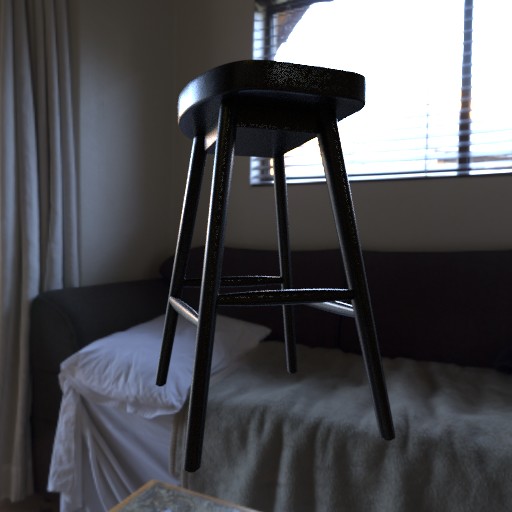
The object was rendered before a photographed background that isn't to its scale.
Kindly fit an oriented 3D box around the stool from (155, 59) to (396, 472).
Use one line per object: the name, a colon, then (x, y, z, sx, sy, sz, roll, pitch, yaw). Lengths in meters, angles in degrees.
stool: (0.000, 0.000, 0.890, 0.361, 0.615, 0.440, 0, 1, -18)
